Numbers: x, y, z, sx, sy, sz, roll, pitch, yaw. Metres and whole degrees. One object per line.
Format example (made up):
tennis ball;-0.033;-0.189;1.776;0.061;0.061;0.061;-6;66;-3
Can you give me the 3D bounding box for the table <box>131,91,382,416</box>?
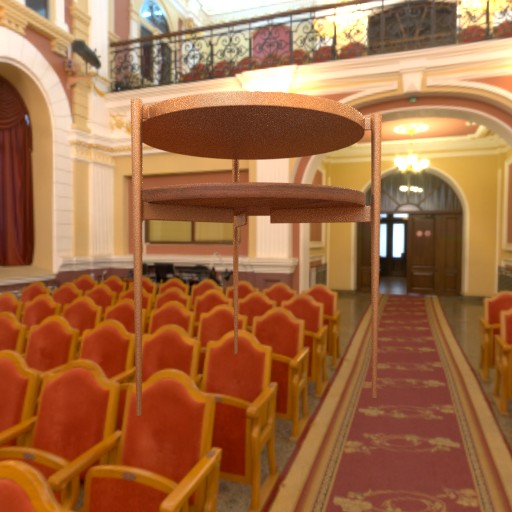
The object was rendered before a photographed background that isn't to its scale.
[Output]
table;0.000;0.000;0.842;0.456;0.493;0.430;1;2;19
